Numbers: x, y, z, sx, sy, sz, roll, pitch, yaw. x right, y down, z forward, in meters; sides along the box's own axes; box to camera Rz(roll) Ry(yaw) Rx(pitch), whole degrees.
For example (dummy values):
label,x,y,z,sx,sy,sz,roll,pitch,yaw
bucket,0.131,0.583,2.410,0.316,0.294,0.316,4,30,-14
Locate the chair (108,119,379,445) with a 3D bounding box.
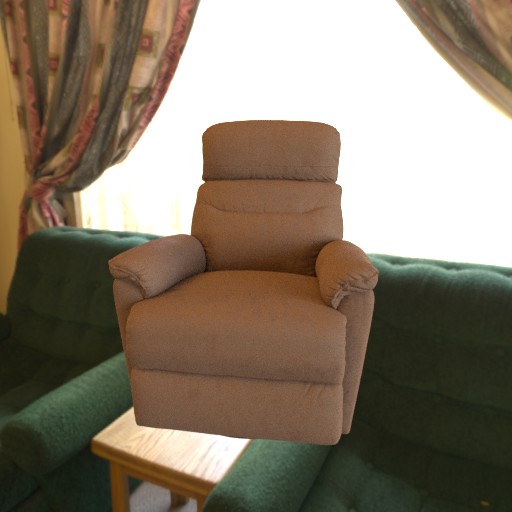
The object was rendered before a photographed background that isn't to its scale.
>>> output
label,x,y,z,sx,sy,sz,roll,pitch,yaw
chair,0.000,0.000,1.682,0.820,1.037,1.004,2,14,8
